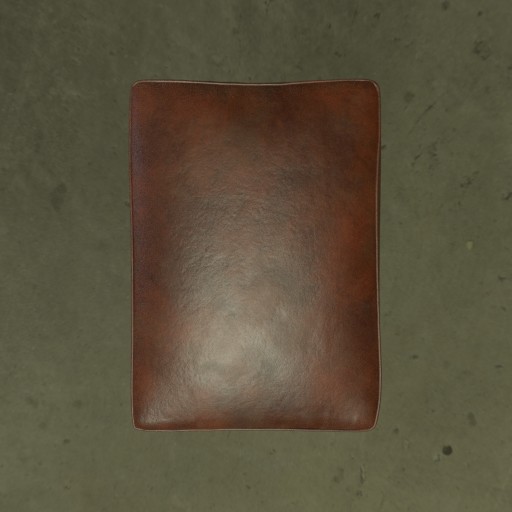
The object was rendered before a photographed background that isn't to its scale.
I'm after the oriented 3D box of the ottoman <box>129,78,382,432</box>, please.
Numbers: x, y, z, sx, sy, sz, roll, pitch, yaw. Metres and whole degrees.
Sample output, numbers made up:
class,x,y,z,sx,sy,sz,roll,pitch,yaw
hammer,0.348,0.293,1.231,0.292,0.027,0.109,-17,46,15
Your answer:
class,x,y,z,sx,sy,sz,roll,pitch,yaw
ottoman,0.000,0.000,0.975,0.501,0.432,0.665,0,91,0
